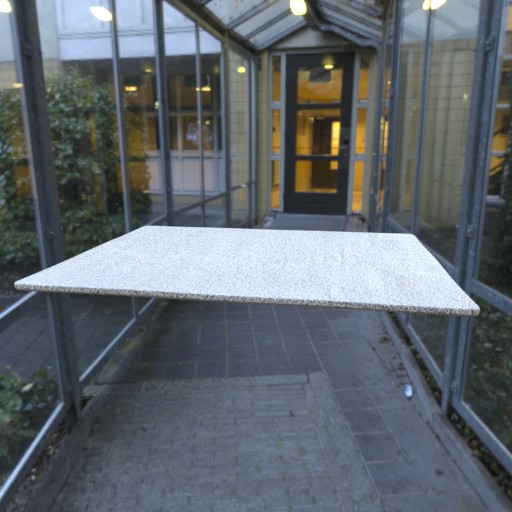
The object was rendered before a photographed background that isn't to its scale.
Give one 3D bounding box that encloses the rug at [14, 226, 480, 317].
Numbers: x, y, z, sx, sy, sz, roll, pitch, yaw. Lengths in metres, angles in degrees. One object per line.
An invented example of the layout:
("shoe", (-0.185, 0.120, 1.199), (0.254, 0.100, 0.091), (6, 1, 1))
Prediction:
("rug", (0.000, 0.000, 2.056), (1.600, 0.027, 1.200), (2, 14, 9))
